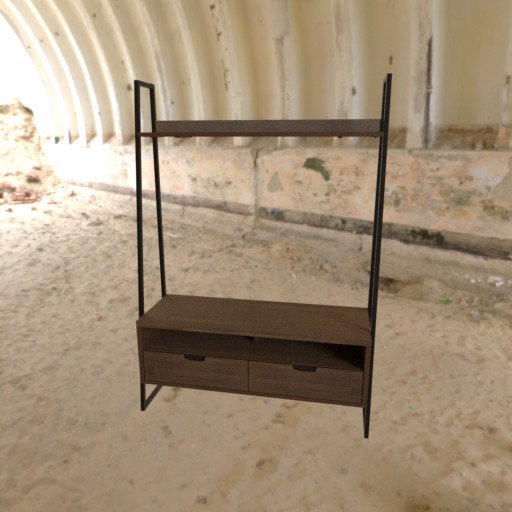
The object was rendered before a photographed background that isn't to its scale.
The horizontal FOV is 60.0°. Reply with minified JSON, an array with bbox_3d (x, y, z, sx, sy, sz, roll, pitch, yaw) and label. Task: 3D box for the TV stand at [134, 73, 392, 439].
[{"bbox_3d":[0.000,0.000,2.340,1.250,1.772,0.432,3,15,11],"label":"TV stand"}]
